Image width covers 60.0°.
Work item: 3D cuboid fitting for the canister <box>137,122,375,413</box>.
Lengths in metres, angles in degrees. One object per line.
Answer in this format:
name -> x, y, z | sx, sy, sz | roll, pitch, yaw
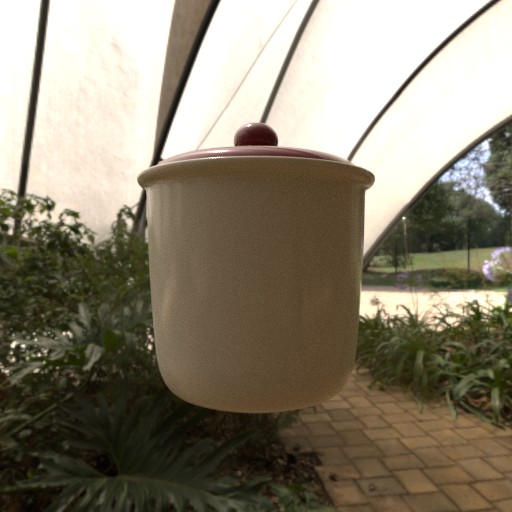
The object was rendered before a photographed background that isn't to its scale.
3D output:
canister -> 0.000, 0.000, 0.350 | 0.182, 0.208, 0.182 | 0, 0, 0
